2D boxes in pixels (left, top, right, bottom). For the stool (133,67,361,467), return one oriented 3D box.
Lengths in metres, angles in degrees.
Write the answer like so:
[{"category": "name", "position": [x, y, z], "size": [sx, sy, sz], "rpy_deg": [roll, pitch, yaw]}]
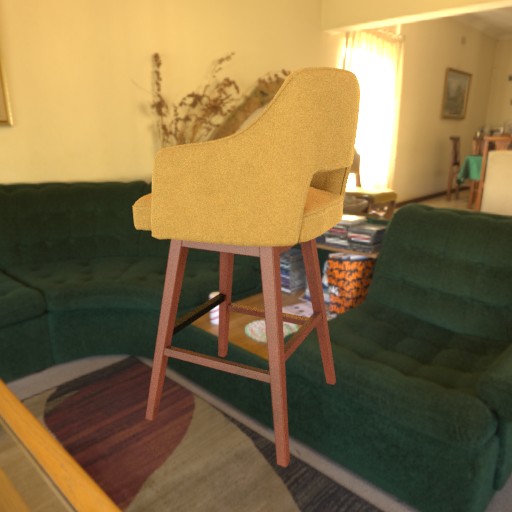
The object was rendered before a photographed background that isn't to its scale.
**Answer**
[{"category": "stool", "position": [0.000, 0.000, 1.343], "size": [0.558, 1.012, 0.548], "rpy_deg": [8, 18, 25]}]
